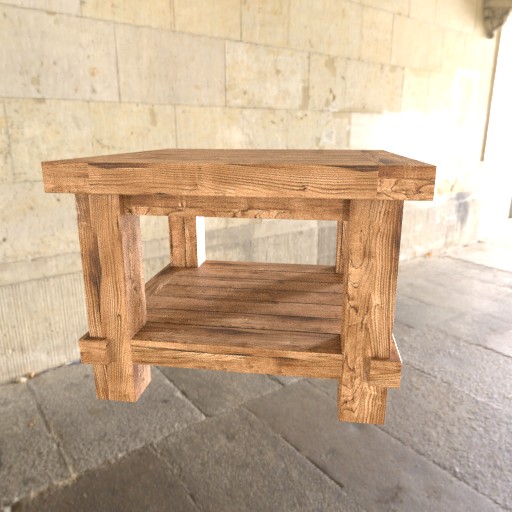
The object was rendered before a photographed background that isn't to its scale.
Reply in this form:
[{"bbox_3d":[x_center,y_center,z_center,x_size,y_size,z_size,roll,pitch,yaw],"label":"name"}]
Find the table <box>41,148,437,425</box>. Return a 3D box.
[{"bbox_3d":[0.000,0.000,1.021,0.610,0.457,0.610,2,16,8],"label":"table"}]
